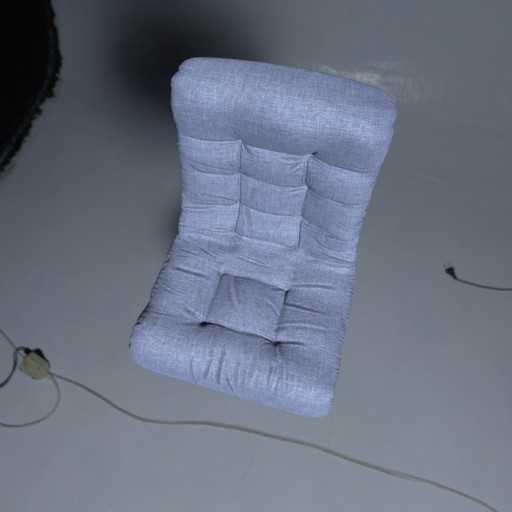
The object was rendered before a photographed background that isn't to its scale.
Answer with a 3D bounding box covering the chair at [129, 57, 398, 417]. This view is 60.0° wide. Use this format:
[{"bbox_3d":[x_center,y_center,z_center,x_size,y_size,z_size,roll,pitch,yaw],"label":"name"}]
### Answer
[{"bbox_3d":[0.000,0.000,1.222,0.597,0.749,0.668,13,61,8],"label":"chair"}]
